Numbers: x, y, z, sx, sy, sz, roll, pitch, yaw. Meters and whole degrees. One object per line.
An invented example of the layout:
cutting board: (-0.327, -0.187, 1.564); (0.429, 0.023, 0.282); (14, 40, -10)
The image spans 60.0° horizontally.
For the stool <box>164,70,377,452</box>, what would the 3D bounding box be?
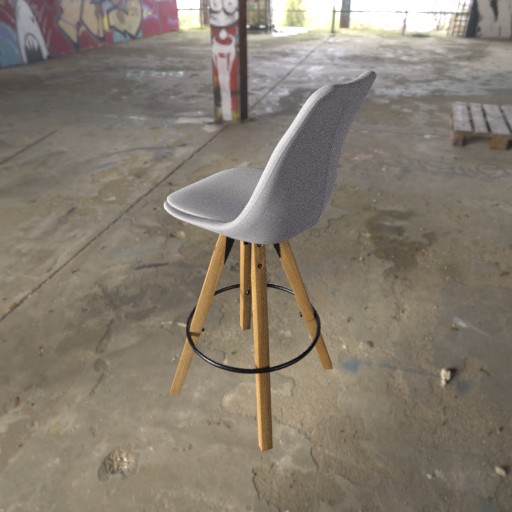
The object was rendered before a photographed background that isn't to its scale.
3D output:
stool: (0.000, 0.000, 1.400); (0.550, 1.115, 0.484); (21, 37, 29)
